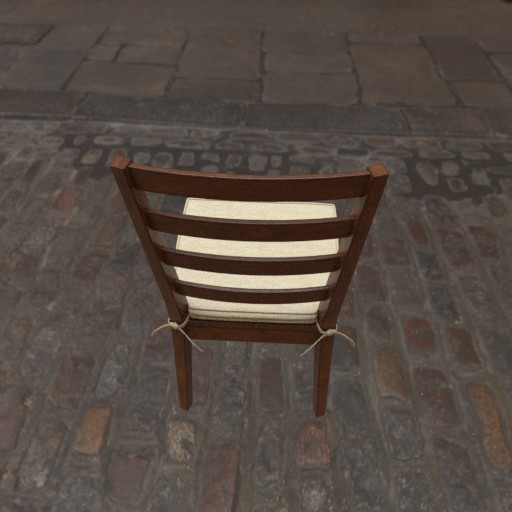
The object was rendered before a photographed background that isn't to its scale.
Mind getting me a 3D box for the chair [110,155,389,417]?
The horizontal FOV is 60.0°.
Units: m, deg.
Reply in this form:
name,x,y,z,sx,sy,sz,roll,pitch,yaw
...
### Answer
name,x,y,z,sx,sy,sz,roll,pitch,yaw
chair,0.000,0.000,1.328,0.593,0.979,0.595,2,45,2
